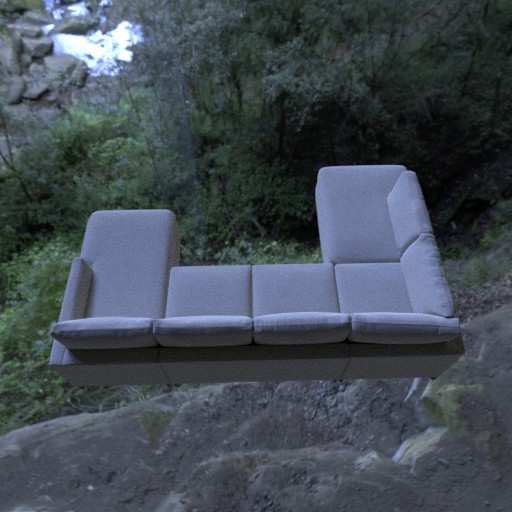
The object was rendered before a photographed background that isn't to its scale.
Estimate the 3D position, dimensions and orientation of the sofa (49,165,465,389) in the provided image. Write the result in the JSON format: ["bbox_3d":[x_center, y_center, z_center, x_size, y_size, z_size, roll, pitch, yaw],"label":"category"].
[{"bbox_3d":[0.000,0.000,3.775,2.984,0.862,1.989,-1,57,-1],"label":"sofa"}]
